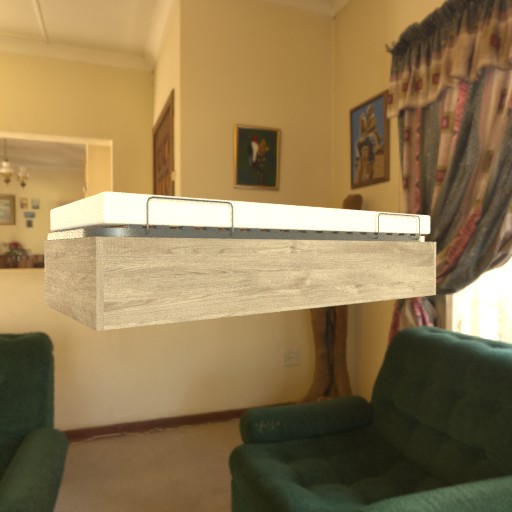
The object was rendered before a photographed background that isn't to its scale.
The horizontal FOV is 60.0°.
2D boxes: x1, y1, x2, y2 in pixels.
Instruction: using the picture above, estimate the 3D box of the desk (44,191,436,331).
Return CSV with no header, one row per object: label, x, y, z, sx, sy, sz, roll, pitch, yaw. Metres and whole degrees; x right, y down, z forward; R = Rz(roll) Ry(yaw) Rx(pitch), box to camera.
desk,0.000,0.000,2.329,1.900,0.455,0.900,-1,1,-36
